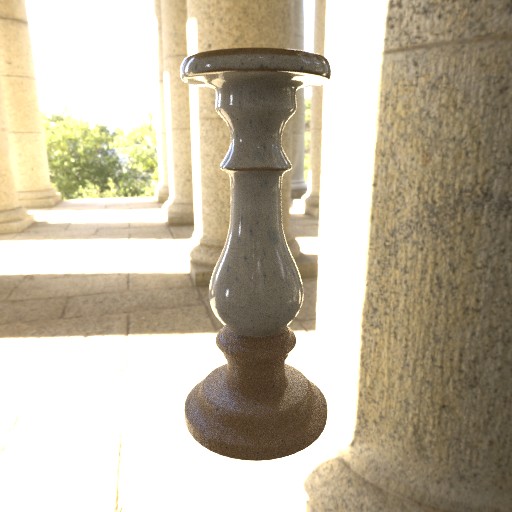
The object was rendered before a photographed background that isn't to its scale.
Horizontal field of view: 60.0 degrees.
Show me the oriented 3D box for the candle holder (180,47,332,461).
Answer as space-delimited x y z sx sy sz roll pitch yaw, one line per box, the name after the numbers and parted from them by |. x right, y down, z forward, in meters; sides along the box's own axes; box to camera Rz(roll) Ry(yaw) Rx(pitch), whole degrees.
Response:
0.000 0.000 0.250 0.088 0.203 0.088 0 14 0 | candle holder
